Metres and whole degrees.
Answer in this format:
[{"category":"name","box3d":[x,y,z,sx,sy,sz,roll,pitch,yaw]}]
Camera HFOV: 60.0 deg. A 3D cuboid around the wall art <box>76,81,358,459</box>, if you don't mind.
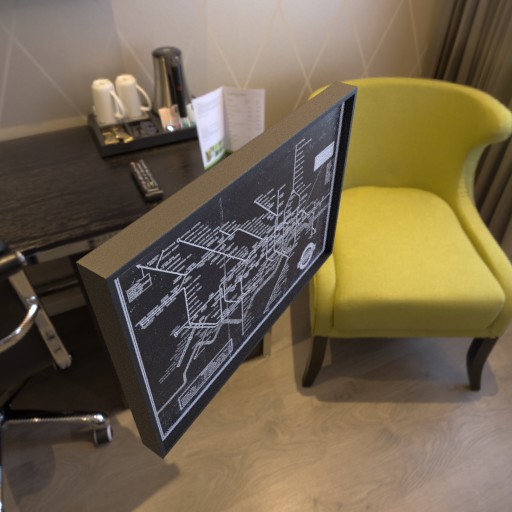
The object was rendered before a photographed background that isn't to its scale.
[{"category":"wall art","box3d":[0.000,0.000,0.860,0.051,0.456,0.671,24,47,25]}]
